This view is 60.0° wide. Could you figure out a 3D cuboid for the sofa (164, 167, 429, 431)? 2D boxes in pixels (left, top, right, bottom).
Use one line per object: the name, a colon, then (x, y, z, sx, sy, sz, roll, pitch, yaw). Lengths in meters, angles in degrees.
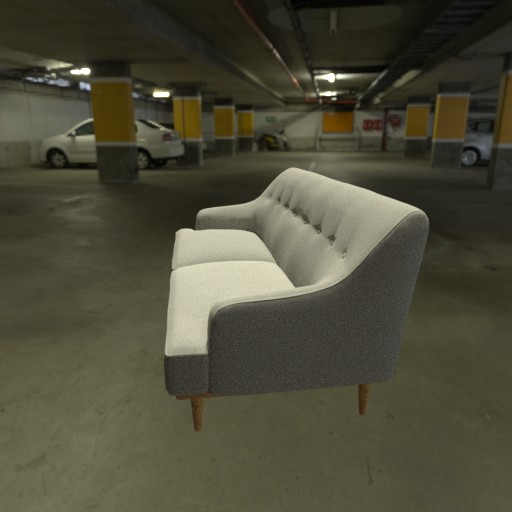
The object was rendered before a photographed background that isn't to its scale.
sofa: (0.000, 0.000, 2.561, 0.978, 0.871, 2.057, -2, 16, -8)
